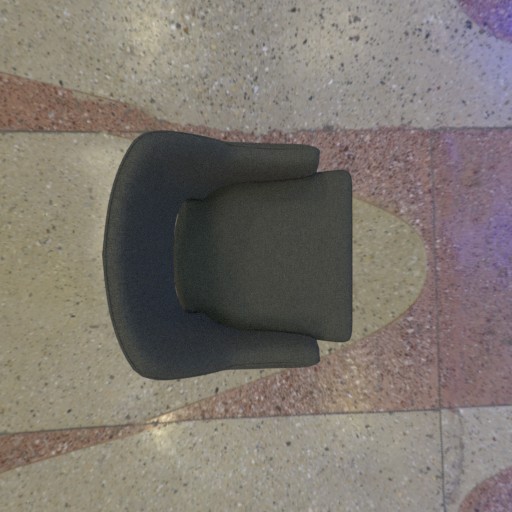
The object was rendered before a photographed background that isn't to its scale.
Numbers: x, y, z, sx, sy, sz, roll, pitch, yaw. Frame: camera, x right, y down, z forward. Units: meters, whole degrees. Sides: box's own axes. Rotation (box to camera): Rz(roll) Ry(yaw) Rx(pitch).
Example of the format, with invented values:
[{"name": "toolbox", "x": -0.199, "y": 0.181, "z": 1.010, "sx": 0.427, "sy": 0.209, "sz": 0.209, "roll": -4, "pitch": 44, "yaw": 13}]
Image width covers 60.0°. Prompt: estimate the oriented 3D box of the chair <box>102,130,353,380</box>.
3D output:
[{"name": "chair", "x": 0.000, "y": 0.000, "z": 1.194, "sx": 0.560, "sy": 0.838, "sz": 0.559, "roll": 0, "pitch": 90, "yaw": 0}]
